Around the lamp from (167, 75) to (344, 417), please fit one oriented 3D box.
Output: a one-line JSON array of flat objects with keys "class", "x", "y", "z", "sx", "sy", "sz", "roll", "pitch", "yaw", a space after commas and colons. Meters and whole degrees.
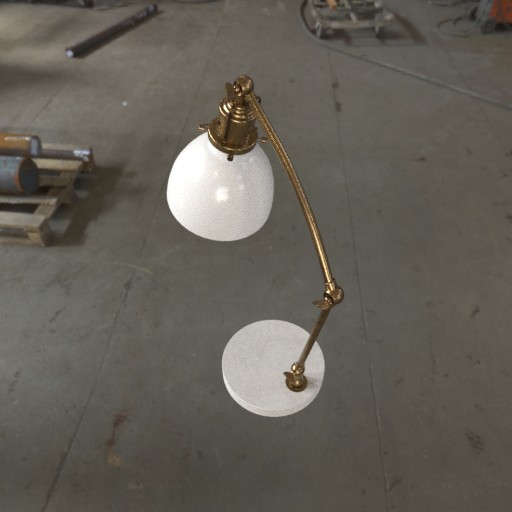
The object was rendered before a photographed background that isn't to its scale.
[{"class": "lamp", "x": 0.000, "y": 0.000, "z": 0.660, "sx": 0.186, "sy": 0.522, "sz": 0.317, "roll": -32, "pitch": 54, "yaw": -28}]
